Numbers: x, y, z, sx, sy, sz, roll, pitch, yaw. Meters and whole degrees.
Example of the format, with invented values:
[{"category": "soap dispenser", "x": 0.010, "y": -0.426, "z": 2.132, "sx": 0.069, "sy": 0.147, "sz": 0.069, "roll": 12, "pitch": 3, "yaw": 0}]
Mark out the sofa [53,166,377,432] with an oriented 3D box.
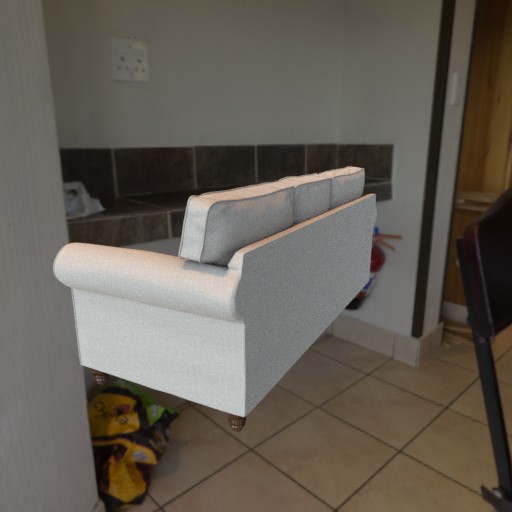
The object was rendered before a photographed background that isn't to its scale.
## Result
[{"category": "sofa", "x": 0.000, "y": 0.000, "z": 2.600, "sx": 0.916, "sy": 0.961, "sz": 2.084, "roll": 8, "pitch": 17, "yaw": 27}]
